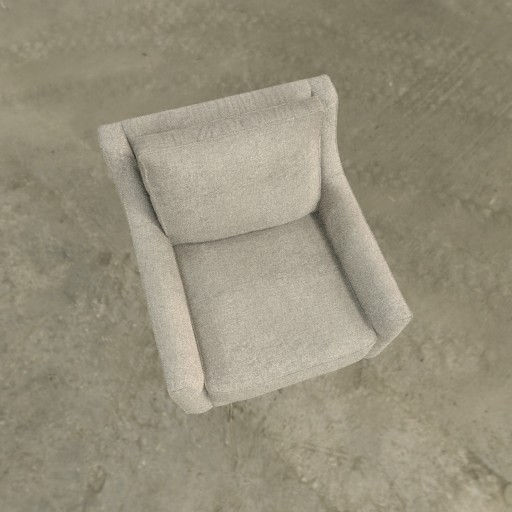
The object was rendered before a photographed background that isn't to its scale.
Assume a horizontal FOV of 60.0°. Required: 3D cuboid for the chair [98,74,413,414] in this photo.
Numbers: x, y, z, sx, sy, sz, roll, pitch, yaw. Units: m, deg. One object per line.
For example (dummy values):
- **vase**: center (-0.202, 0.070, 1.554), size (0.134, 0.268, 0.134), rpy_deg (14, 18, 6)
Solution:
- **chair**: center (0.000, 0.000, 1.627), size (0.838, 0.864, 0.918), rpy_deg (-16, 64, -8)
